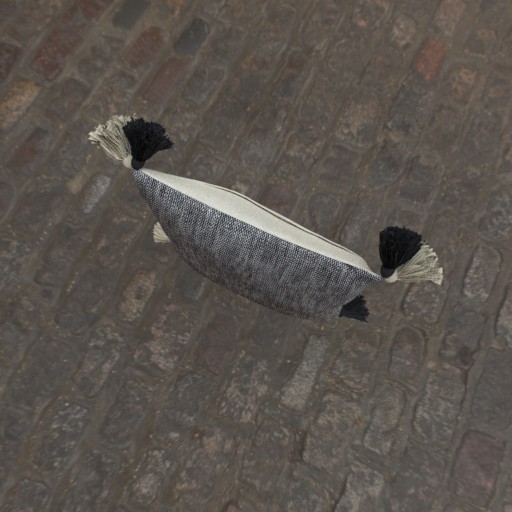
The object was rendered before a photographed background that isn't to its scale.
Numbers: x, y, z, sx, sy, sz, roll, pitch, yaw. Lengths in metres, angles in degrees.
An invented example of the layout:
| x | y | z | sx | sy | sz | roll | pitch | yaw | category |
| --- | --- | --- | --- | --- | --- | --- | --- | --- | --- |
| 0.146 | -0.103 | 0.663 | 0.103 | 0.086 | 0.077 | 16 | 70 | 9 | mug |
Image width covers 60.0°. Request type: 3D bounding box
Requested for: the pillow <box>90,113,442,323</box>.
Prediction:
| x | y | z | sx | sy | sz | roll | pitch | yaw | category |
| --- | --- | --- | --- | --- | --- | --- | --- | --- | --- |
| 0.000 | 0.000 | 0.979 | 0.654 | 0.659 | 0.170 | 24 | 77 | 6 | pillow |
